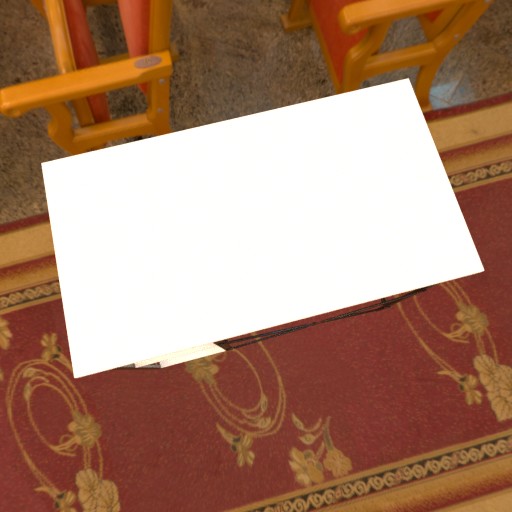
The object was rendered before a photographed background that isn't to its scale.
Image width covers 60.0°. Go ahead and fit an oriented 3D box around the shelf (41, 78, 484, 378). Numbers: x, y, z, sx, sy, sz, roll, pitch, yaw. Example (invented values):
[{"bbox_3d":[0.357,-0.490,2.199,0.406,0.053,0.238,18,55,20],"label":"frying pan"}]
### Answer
[{"bbox_3d":[0.000,0.000,1.362,0.902,0.750,0.498,-14,76,-4],"label":"shelf"}]
